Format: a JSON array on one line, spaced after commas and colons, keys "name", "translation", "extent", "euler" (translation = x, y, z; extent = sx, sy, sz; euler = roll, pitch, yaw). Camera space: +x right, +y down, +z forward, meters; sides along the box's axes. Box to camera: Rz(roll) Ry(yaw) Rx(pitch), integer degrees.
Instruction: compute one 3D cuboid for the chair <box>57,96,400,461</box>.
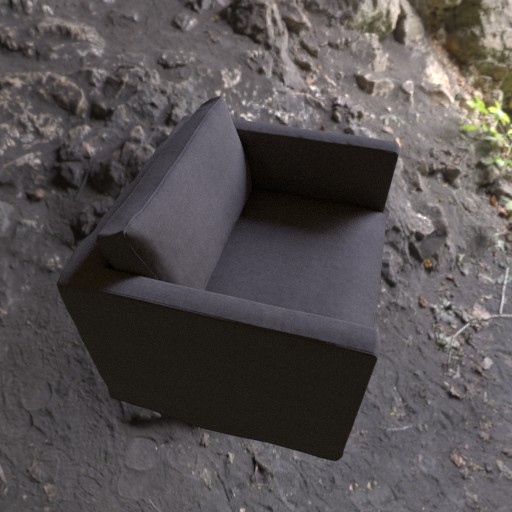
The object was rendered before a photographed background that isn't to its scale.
[{"name": "chair", "translation": [0.000, 0.000, 1.707], "extent": [0.949, 0.863, 1.057], "euler": [11, 47, 11]}]
